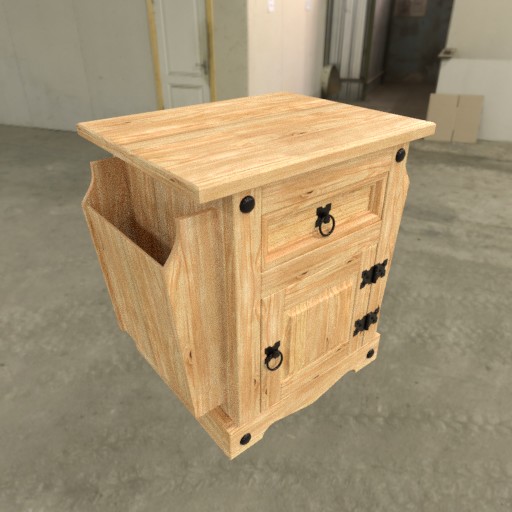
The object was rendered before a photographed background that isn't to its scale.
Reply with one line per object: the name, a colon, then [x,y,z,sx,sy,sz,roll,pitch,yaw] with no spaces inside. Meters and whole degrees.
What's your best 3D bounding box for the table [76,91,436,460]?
table: [0.000,0.000,0.871,0.530,0.515,0.380,-22,37,-33]
